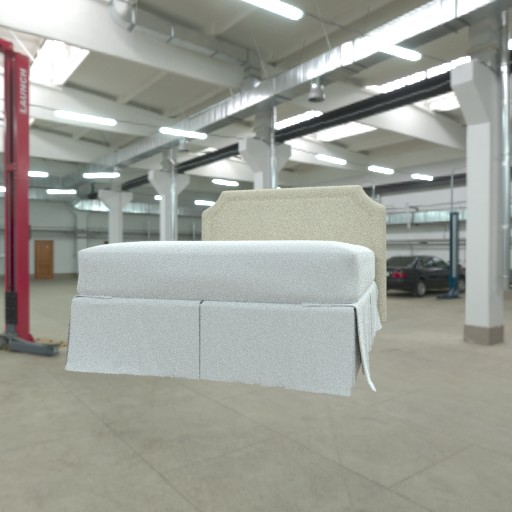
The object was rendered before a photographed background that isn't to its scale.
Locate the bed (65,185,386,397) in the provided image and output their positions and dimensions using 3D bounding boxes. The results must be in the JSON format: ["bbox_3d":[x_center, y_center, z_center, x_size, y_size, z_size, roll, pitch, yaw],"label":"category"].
[{"bbox_3d":[0.000,0.000,3.307,1.827,1.296,2.209,0,1,18],"label":"bed"}]
